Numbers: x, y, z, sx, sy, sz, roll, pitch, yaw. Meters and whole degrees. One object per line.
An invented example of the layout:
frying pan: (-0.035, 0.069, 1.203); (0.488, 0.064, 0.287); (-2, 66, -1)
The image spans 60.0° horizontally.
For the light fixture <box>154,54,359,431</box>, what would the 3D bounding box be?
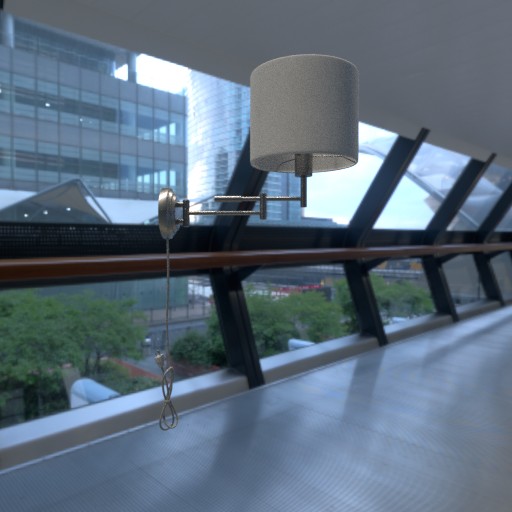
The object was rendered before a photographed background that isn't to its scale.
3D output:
light fixture: (0.000, 0.000, 1.053); (0.479, 0.842, 0.253); (0, 1, 1)
